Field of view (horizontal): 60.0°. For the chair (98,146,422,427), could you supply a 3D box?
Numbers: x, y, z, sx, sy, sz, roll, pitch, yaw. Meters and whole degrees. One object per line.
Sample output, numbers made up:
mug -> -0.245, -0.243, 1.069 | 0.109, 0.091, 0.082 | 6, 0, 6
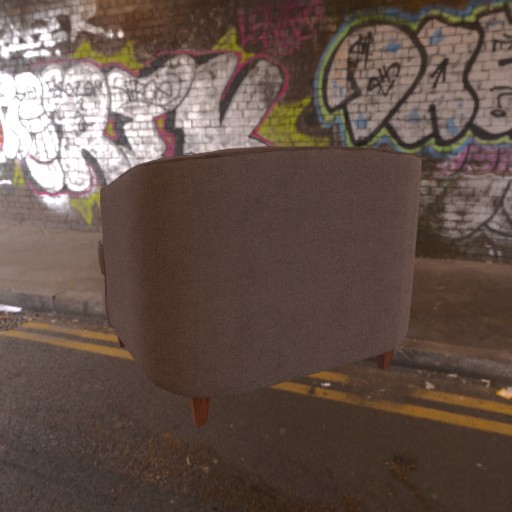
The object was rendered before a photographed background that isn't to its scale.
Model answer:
chair -> 0.000, 0.000, 1.789 | 1.104, 0.852, 0.941 | -7, 15, -28
